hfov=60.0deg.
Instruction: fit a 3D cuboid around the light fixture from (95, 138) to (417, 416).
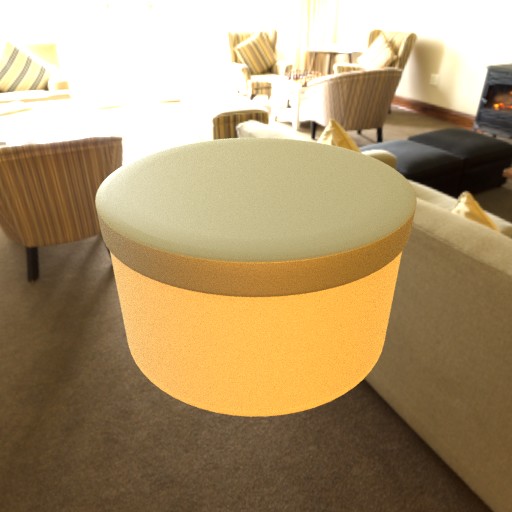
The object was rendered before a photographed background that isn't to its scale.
[{"bbox_3d":[0.000,0.000,0.625,0.393,0.229,0.393,0,31,0],"label":"light fixture"}]
